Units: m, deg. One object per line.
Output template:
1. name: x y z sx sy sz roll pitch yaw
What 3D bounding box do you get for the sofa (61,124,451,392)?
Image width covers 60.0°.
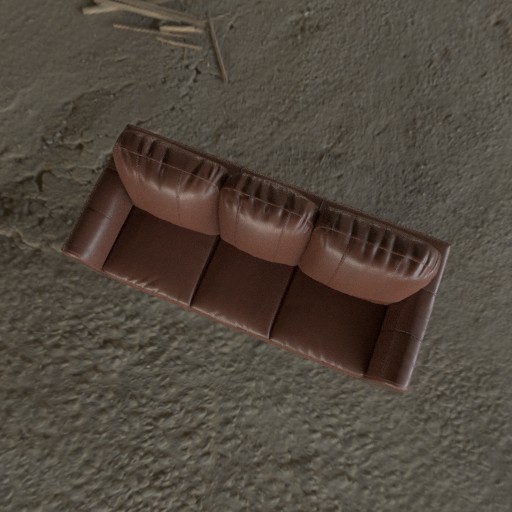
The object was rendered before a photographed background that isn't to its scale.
1. sofa: 0.000 0.000 2.388 1.862 0.915 0.802 21 77 5
